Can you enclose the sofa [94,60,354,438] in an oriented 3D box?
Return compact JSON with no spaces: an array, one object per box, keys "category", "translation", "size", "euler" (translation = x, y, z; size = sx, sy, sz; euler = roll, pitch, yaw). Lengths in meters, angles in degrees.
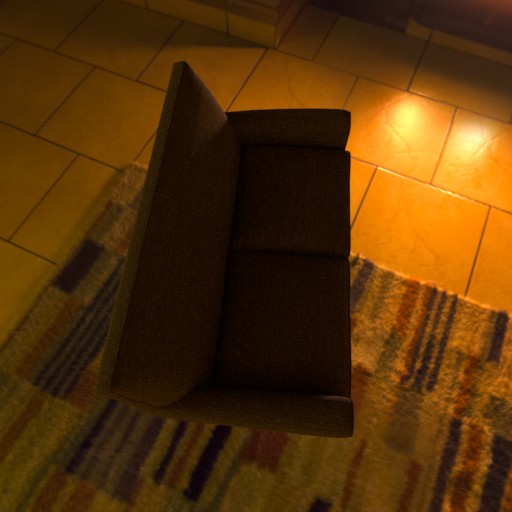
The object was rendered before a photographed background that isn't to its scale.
[{"category":"sofa","translation":[0.000,0.000,2.030],"size":[0.867,0.905,1.509],"euler":[5,64,2]}]
